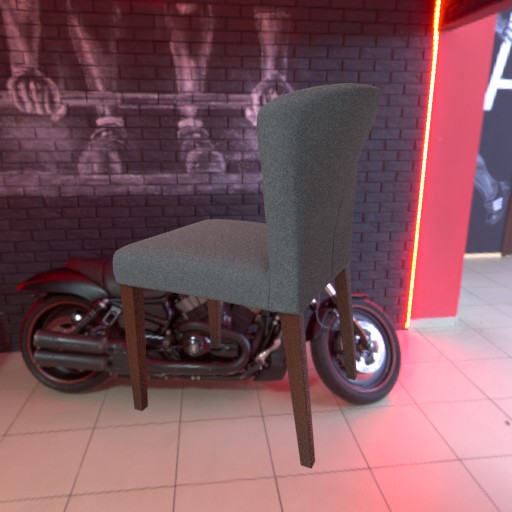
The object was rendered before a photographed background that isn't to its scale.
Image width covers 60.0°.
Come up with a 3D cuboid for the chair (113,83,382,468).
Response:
[{"bbox_3d":[0.000,0.000,1.191,0.592,0.839,0.491,7,17,25],"label":"chair"}]
